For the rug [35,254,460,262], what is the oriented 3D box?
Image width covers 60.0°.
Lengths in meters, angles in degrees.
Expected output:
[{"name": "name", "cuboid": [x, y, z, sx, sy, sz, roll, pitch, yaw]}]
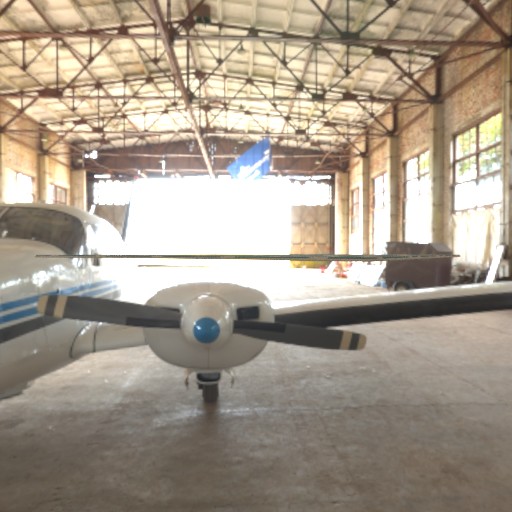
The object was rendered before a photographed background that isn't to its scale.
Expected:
[{"name": "rug", "cuboid": [0.000, 0.000, 4.064, 3.049, 0.021, 2.466, 0, 1, 34]}]
